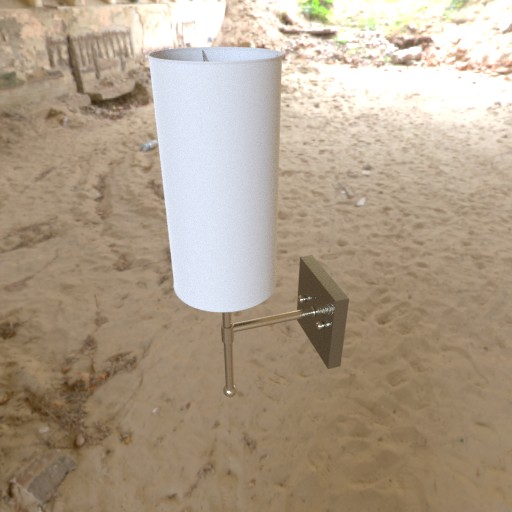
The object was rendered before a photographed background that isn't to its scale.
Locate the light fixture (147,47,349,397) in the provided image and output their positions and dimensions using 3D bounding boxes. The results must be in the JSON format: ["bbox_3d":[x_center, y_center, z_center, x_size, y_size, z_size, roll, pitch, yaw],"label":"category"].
[{"bbox_3d":[0.000,0.000,0.549,0.208,0.462,0.128,-9,32,-15],"label":"light fixture"}]
